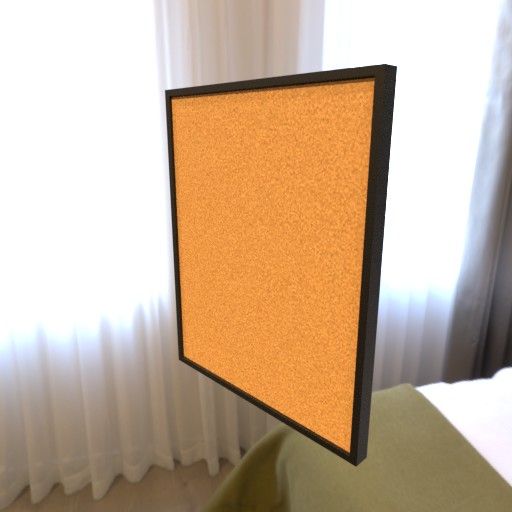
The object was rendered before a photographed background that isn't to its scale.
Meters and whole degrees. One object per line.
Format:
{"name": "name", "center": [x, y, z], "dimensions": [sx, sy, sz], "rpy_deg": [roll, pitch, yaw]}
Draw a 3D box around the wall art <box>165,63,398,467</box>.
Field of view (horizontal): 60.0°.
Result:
{"name": "wall art", "center": [0.000, 0.000, 0.755], "dimensions": [0.029, 0.559, 0.457], "rpy_deg": [-15, 21, -42]}
